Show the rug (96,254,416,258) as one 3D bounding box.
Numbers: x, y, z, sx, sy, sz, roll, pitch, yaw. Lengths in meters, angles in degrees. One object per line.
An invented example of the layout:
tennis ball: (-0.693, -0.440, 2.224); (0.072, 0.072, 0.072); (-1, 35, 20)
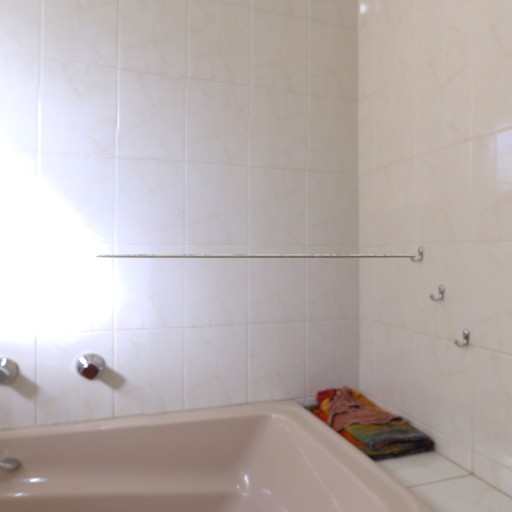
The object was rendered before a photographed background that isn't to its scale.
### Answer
rug: (0.000, 0.000, 2.346); (1.593, 0.012, 1.593); (0, 0, 0)
